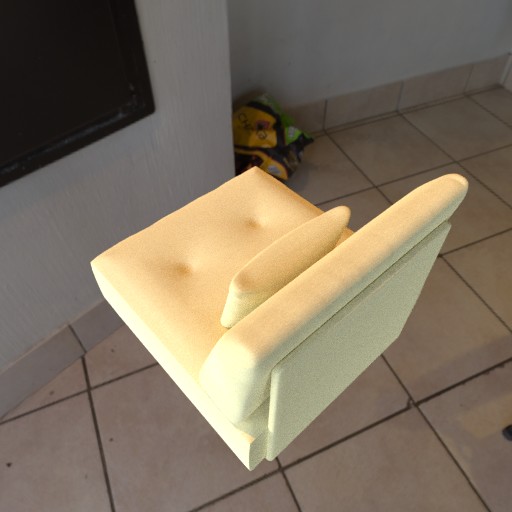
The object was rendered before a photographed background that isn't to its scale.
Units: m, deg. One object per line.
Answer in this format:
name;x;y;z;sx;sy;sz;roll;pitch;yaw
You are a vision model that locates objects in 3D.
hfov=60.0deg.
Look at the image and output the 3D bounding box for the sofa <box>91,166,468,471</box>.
sofa;0.000;0.000;1.670;0.930;0.820;1.000;-34;57;-26
